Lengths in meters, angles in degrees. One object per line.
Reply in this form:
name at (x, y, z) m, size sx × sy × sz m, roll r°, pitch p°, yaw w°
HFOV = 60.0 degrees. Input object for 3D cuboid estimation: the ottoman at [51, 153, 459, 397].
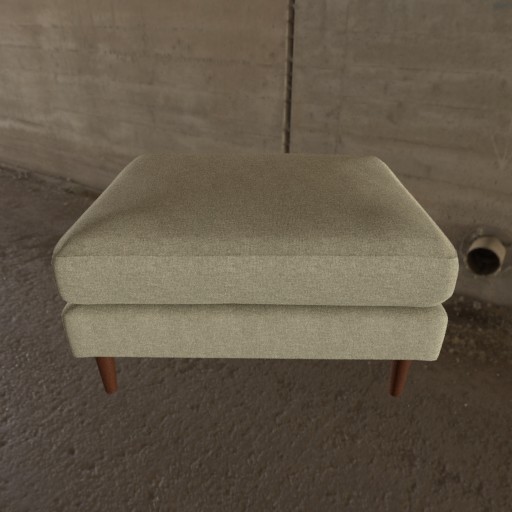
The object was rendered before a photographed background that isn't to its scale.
ottoman at (0.000, 0.000, 1.236) m, size 0.821 × 0.474 × 0.693 m, roll 0°, pitch 28°, yaw 1°
